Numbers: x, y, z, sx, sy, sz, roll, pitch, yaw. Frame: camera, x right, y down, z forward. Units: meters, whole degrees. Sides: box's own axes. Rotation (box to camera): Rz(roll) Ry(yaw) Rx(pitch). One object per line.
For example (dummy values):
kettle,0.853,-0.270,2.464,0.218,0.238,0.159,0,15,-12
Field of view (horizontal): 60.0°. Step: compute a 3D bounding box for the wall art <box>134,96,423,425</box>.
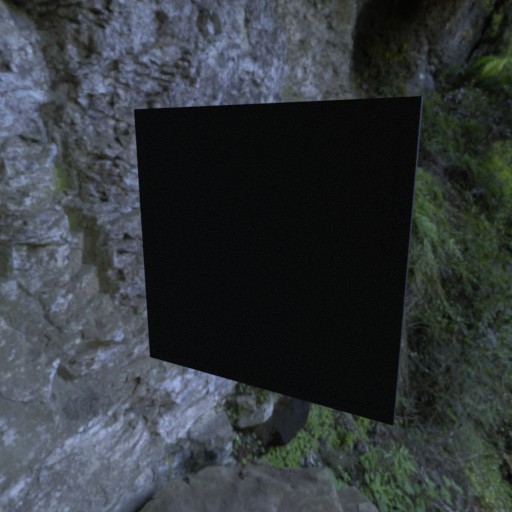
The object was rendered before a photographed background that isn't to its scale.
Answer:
wall art,0.000,0.000,0.857,0.562,0.558,0.012,7,16,27
